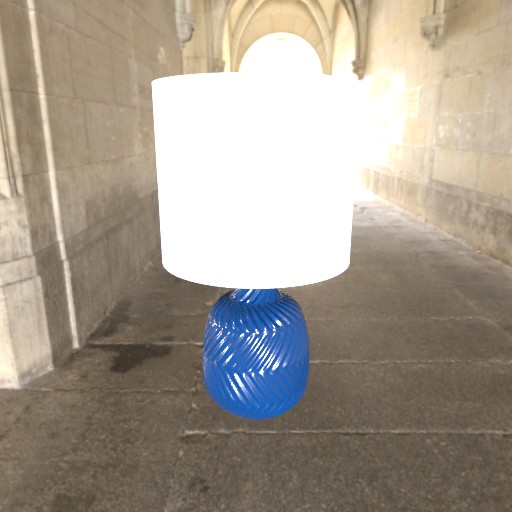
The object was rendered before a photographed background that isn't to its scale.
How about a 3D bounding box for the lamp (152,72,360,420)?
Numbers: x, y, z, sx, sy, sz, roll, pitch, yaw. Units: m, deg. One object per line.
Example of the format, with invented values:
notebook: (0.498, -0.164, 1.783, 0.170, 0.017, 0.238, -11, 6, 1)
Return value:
lamp: (0.000, 0.000, 0.492, 0.203, 0.368, 0.203, -15, 22, -42)
